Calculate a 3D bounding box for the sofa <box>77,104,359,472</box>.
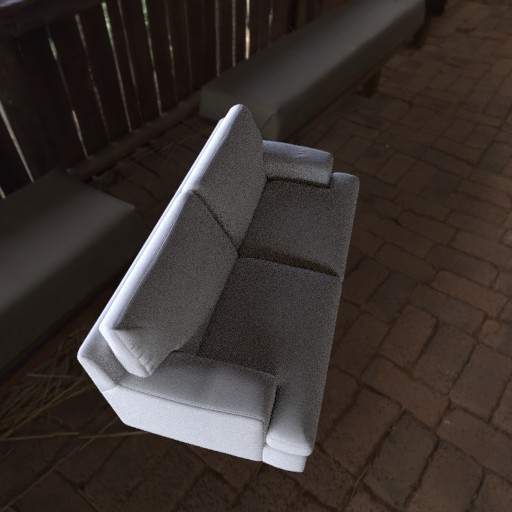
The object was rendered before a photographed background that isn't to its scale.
[{"bbox_3d":[0.000,0.000,2.847,1.143,0.940,2.261,11,48,10],"label":"sofa"}]
